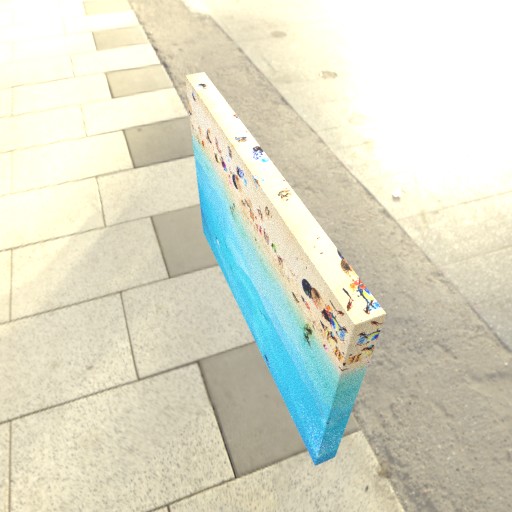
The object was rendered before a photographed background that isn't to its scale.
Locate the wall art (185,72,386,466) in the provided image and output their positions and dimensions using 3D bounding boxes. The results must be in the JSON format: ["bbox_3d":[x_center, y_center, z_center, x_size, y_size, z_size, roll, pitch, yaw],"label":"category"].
[{"bbox_3d":[0.000,0.000,1.156,0.057,0.595,0.894,-17,49,-15],"label":"wall art"}]
